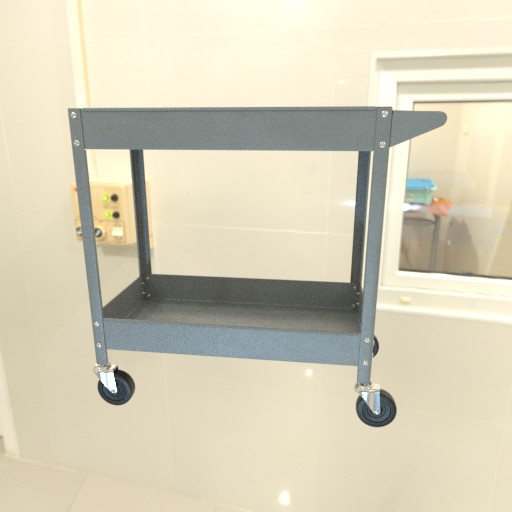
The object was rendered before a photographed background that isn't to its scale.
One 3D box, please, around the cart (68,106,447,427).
[{"bbox_3d":[0.000,0.000,1.148,0.779,0.719,0.366,2,17,7],"label":"cart"}]
